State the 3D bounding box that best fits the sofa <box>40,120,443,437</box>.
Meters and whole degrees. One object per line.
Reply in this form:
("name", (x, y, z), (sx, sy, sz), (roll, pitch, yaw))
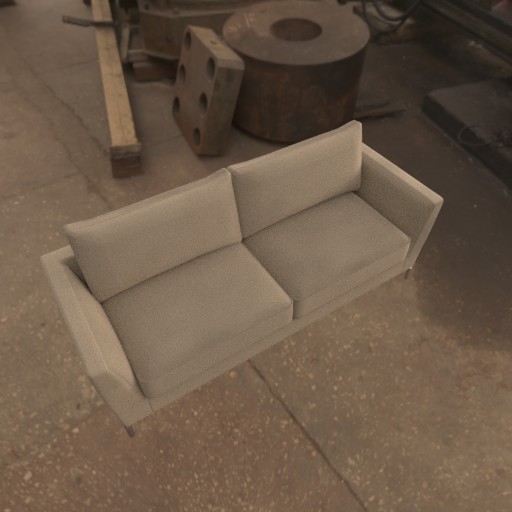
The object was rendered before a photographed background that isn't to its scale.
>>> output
("sofa", (0.000, 0.000, 2.697), (2.214, 1.005, 0.868), (-25, 52, -22))
